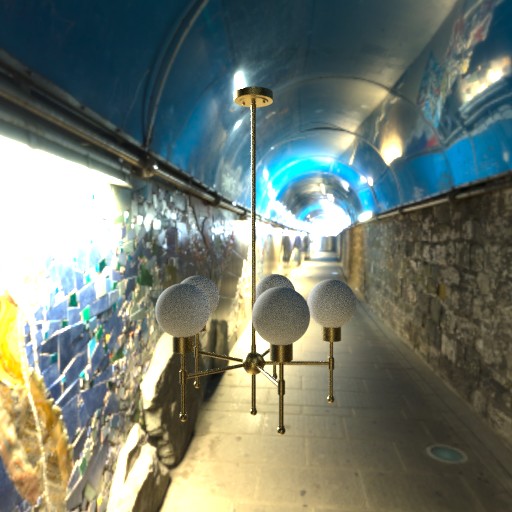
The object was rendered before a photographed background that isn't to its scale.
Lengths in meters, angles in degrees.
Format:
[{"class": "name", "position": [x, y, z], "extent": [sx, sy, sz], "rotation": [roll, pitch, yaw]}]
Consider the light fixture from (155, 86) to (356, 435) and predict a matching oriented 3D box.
[{"class": "light fixture", "position": [0.000, 0.000, 1.861], "extent": [0.815, 1.331, 0.785], "rotation": [1, 2, 18]}]
